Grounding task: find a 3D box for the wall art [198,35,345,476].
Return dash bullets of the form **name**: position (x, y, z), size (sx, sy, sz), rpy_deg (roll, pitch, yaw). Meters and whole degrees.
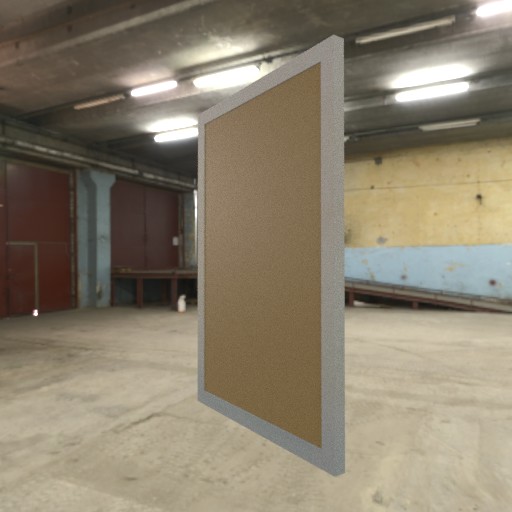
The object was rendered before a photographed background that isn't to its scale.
- **wall art**: position (0.000, 0.000, 1.469), size (0.038, 1.143, 0.764), rpy_deg (1, -1, -35)
